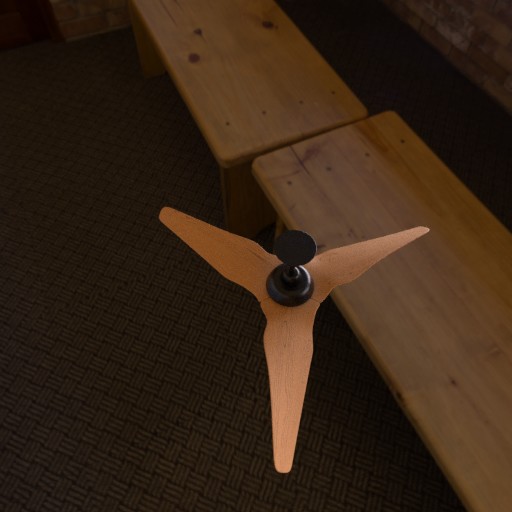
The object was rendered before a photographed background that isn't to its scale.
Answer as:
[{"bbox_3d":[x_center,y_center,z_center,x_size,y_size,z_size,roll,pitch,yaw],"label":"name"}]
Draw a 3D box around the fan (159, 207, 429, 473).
[{"bbox_3d":[0.000,0.000,1.672,1.010,0.355,1.142,29,62,17],"label":"fan"}]
